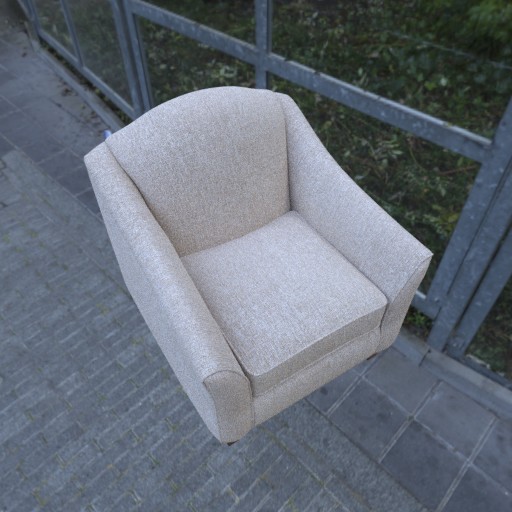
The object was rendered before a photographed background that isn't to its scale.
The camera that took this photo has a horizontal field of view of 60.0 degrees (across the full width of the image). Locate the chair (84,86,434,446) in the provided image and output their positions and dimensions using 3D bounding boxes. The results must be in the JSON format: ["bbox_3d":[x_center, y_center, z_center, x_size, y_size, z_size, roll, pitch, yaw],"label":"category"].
[{"bbox_3d":[0.000,0.000,1.457,0.763,0.839,0.787,-24,51,-22],"label":"chair"}]
